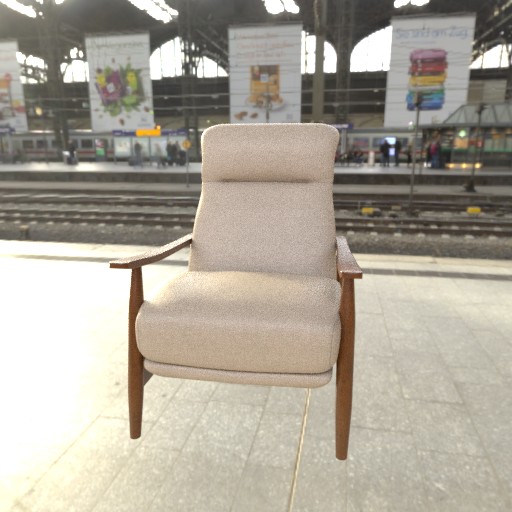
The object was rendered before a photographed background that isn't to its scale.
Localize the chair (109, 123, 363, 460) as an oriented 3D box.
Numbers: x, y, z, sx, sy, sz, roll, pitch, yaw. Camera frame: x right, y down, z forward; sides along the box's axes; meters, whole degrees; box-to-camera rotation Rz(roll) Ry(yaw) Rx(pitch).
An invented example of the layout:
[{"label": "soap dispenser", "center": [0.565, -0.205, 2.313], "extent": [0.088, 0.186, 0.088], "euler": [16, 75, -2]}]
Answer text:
[{"label": "chair", "center": [0.000, 0.000, 1.807], "extent": [0.762, 1.082, 1.030], "euler": [2, 14, 8]}]
